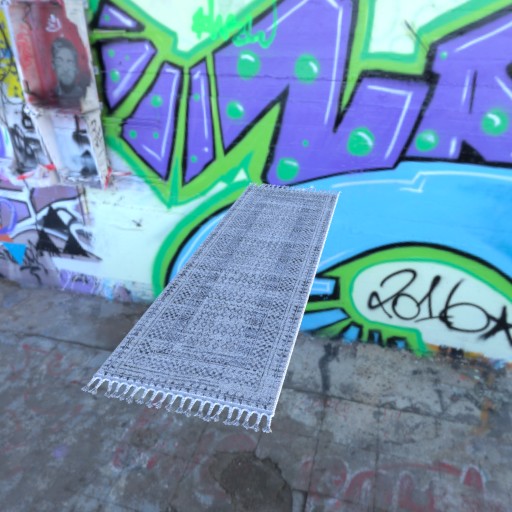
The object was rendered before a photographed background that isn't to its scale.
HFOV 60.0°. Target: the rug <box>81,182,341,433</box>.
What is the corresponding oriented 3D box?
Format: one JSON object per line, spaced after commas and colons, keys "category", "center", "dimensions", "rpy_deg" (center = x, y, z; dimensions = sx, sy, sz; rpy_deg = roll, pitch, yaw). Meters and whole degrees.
{"category": "rug", "center": [0.000, 0.000, 2.705], "dimensions": [0.786, 0.013, 2.480], "rpy_deg": [8, 30, 13]}
